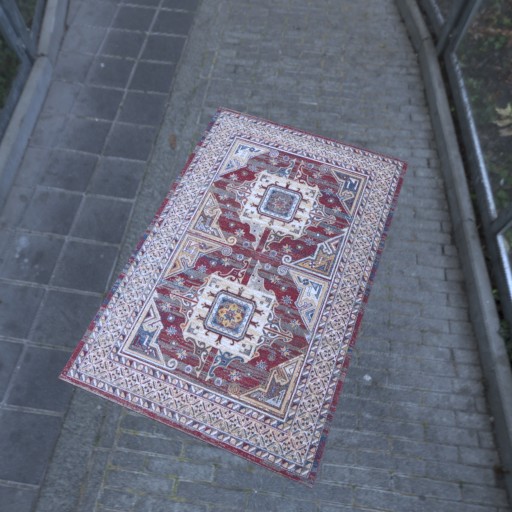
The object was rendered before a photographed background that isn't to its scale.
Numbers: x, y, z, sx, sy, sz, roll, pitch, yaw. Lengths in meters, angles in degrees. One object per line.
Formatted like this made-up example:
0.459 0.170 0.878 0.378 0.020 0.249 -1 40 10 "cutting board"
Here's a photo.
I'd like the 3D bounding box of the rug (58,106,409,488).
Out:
0.000 0.000 5.777 3.033 0.033 4.578 19 64 10 "rug"
